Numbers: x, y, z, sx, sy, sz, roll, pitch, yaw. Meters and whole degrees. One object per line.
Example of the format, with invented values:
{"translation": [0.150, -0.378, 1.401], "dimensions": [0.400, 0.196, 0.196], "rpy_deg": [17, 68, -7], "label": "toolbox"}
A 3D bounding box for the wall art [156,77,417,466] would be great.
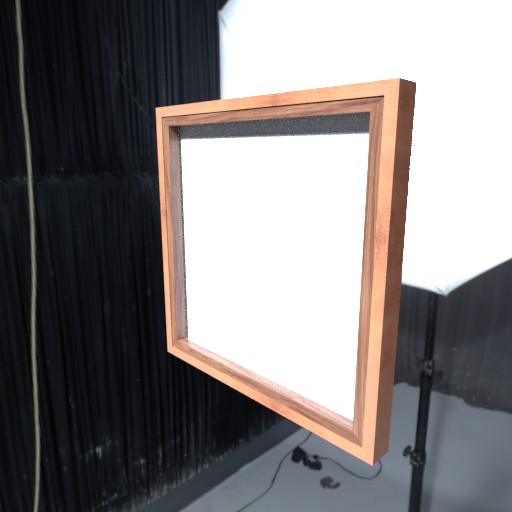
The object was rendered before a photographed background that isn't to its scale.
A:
{"translation": [0.000, 0.000, 0.595], "dimensions": [0.035, 0.403, 0.403], "rpy_deg": [-13, 18, -43], "label": "wall art"}
